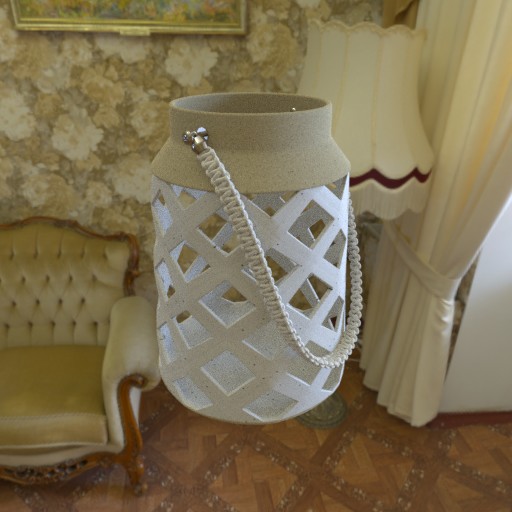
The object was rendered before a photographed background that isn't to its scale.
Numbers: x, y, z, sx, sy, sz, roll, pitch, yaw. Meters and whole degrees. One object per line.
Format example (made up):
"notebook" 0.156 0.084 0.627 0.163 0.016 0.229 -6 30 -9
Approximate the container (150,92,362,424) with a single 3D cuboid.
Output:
"container" 0.000 0.000 0.346 0.172 0.229 0.163 17 31 31
